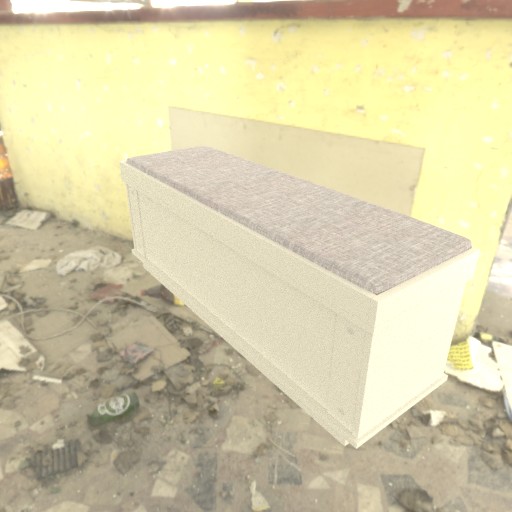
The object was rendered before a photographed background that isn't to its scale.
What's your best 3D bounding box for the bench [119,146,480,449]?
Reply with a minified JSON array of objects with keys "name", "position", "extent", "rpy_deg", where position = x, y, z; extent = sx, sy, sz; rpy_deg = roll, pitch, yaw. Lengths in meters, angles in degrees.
[{"name":"bench","position":[0.000,0.000,1.408],"extent":[0.363,0.453,1.196],"rpy_deg":[-19,33,-33]}]
